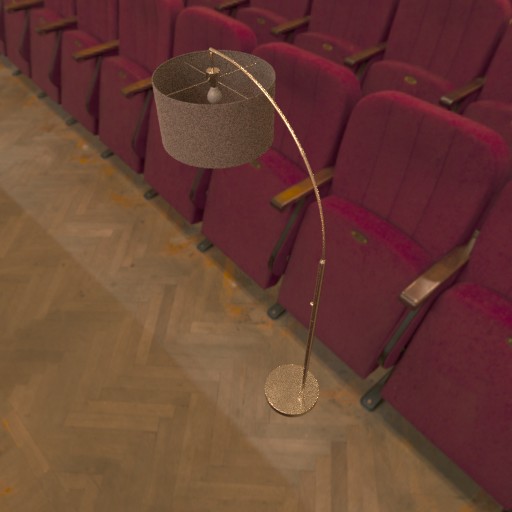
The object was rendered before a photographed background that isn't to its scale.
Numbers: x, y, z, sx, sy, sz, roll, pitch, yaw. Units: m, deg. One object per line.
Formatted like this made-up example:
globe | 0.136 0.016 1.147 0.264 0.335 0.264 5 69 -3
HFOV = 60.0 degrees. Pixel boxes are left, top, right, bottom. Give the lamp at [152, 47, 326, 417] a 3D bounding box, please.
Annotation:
lamp | 0.000 0.000 2.064 0.452 1.735 0.934 -31 54 -26
